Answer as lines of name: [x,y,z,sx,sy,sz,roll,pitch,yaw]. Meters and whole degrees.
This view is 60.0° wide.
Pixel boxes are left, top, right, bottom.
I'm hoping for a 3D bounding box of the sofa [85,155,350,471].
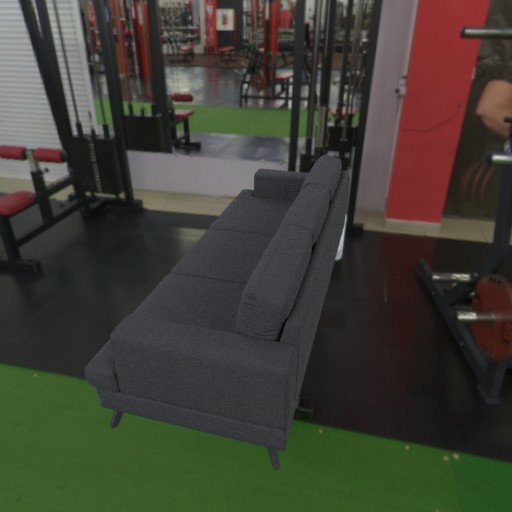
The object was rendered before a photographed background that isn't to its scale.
sofa: [0.000,0.000,2.771,0.920,0.810,2.310,8,30,14]
